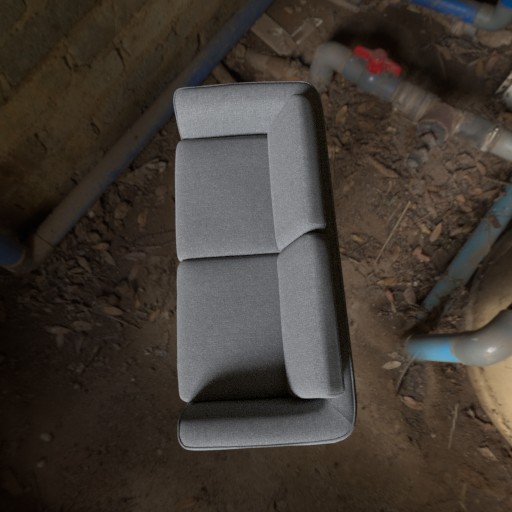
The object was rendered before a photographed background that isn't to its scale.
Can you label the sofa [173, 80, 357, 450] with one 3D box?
[{"bbox_3d":[0.000,0.000,2.516,0.920,0.870,2.000,-3,74,-1],"label":"sofa"}]
